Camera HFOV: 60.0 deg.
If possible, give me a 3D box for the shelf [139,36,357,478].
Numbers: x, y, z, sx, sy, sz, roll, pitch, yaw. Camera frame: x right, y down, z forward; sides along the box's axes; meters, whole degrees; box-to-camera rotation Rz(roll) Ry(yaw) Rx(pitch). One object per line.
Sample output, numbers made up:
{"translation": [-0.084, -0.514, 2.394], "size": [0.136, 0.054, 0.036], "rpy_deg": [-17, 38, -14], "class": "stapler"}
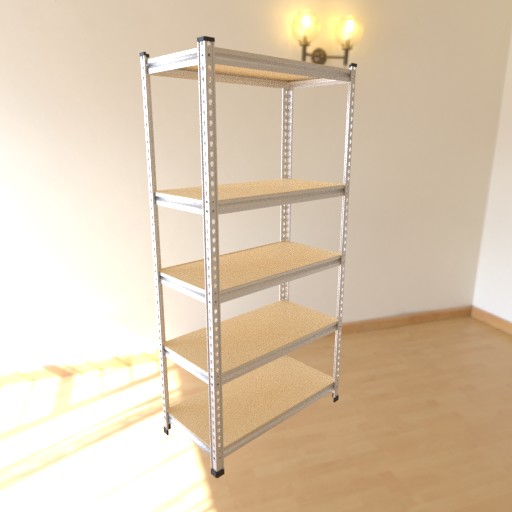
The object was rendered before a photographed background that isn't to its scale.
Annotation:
{"translation": [0.000, 0.000, 2.225], "size": [0.914, 1.829, 0.457], "rpy_deg": [-14, 20, -41], "class": "shelf"}
